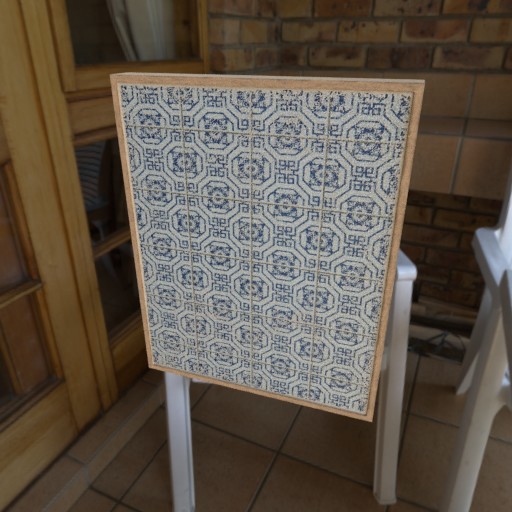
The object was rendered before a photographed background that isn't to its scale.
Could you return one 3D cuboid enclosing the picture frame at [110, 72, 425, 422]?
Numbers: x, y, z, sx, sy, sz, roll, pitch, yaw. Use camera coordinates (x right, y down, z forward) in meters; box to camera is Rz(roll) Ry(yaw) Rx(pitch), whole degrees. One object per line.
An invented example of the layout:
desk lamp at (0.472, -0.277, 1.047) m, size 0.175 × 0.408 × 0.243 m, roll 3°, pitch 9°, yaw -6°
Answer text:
picture frame at (0.000, 0.000, 0.700) m, size 0.421 × 0.526 × 0.046 m, roll 9°, pitch 27°, yaw 17°
